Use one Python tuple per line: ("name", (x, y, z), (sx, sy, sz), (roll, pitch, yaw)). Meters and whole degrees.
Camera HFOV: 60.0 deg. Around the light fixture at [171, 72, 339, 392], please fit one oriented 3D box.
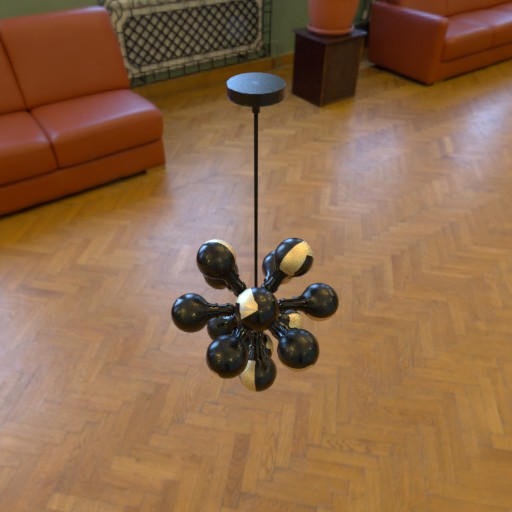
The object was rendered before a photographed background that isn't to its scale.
("light fixture", (0.000, 0.000, 1.109), (0.420, 0.859, 0.468), (-26, 47, -27))
